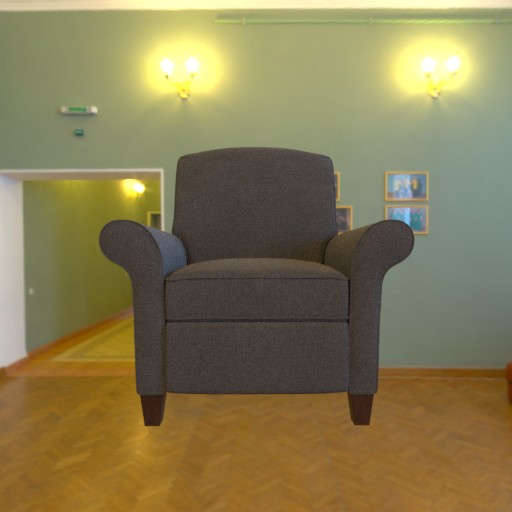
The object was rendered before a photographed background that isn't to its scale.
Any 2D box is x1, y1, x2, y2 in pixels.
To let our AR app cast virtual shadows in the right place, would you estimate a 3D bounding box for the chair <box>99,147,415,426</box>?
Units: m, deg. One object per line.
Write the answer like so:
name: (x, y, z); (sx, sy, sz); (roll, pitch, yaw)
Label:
chair: (0.000, 0.000, 1.803); (0.978, 1.061, 0.905); (0, 1, -1)
